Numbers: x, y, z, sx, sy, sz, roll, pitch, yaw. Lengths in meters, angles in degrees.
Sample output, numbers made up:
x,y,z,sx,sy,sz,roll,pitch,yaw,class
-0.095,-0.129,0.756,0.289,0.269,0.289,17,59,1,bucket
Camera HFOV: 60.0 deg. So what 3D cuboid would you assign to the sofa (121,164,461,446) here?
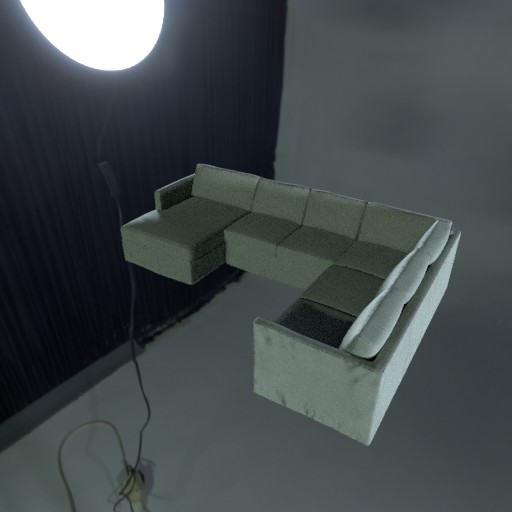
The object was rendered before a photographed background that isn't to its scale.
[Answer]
x,y,z,sx,sy,sz,roll,pitch,yaw,class
0.000,0.000,4.565,3.434,0.869,2.440,18,34,28,sofa
